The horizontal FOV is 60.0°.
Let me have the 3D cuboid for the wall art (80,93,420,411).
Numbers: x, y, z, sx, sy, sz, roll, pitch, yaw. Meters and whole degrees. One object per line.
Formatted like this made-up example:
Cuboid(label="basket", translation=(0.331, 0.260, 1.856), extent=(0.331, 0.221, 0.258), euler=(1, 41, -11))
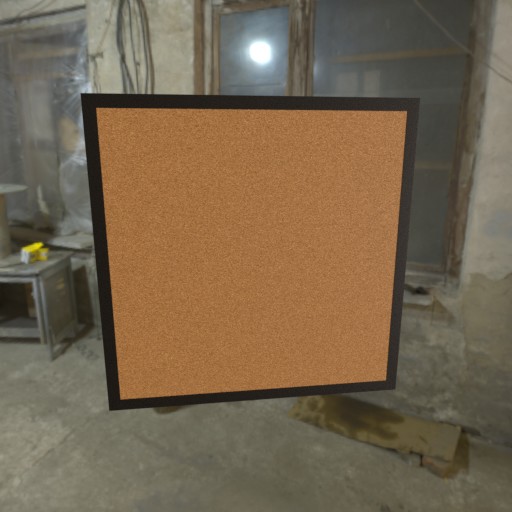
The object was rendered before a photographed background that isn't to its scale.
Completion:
Cuboid(label="wall art", translation=(0.000, 0.000, 0.449), extent=(0.305, 0.304, 0.038), euler=(-2, 14, -7))
